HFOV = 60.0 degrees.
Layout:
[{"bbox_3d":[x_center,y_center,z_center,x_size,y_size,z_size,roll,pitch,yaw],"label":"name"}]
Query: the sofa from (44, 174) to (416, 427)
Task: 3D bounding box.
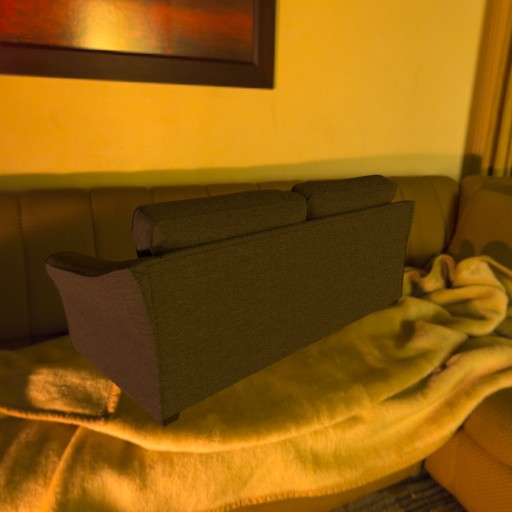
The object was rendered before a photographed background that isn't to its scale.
[{"bbox_3d":[0.000,0.000,2.774,2.270,0.950,0.971,-15,22,-42],"label":"sofa"}]
